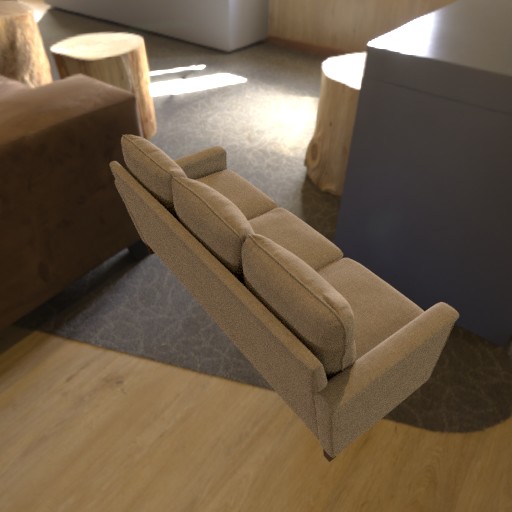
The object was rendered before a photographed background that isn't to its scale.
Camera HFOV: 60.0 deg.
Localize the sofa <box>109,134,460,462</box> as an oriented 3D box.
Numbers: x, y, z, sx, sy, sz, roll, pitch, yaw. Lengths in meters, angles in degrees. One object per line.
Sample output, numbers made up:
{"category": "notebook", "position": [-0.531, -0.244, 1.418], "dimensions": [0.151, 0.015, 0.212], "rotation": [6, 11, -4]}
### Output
{"category": "sofa", "position": [0.000, 0.000, 2.408], "dimensions": [0.828, 0.959, 1.925], "rotation": [-26, 48, -27]}
